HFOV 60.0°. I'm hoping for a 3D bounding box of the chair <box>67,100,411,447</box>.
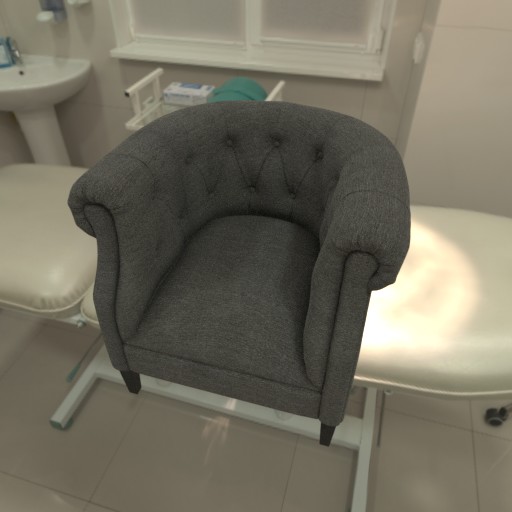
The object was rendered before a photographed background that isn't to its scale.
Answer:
[{"bbox_3d":[0.000,0.000,1.536,0.905,0.827,0.852,11,41,12],"label":"chair"}]
